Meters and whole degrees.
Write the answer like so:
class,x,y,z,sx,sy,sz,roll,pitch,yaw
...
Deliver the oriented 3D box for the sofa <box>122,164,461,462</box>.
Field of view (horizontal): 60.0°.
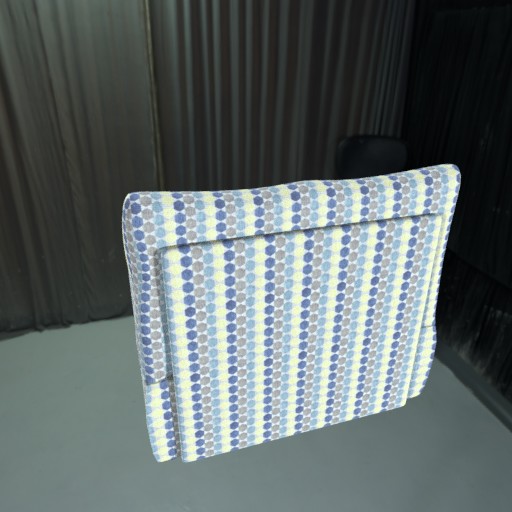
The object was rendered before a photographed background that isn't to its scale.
class,x,y,z,sx,sy,sz,roll,pitch,yaw
sofa,0.000,0.000,1.652,0.930,0.830,1.000,-8,27,-16
